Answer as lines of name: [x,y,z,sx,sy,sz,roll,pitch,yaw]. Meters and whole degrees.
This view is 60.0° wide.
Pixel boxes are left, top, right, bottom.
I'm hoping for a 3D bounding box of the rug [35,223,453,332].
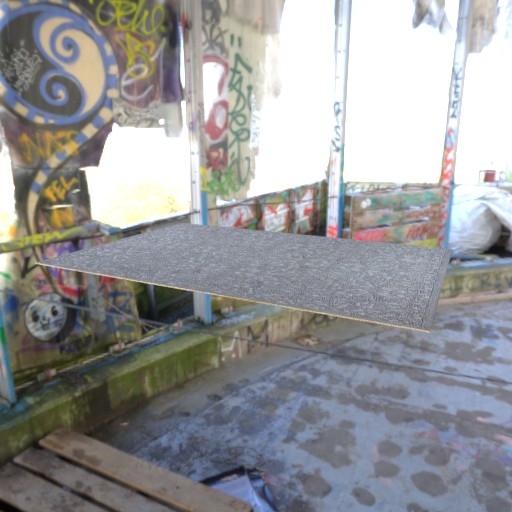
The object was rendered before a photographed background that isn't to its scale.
rug: [0.000,0.000,2.319,1.827,0.006,1.221,7,16,25]
